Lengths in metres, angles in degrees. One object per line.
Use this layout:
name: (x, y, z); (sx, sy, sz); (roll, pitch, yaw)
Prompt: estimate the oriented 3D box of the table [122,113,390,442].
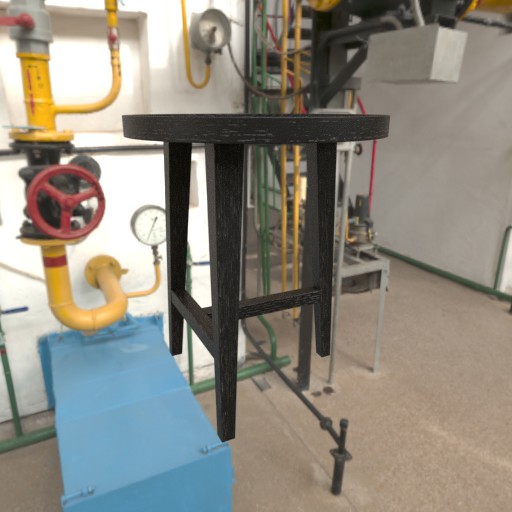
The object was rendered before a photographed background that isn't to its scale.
table: (0.000, 0.000, 0.757); (0.399, 0.460, 0.399); (0, 18, 0)
